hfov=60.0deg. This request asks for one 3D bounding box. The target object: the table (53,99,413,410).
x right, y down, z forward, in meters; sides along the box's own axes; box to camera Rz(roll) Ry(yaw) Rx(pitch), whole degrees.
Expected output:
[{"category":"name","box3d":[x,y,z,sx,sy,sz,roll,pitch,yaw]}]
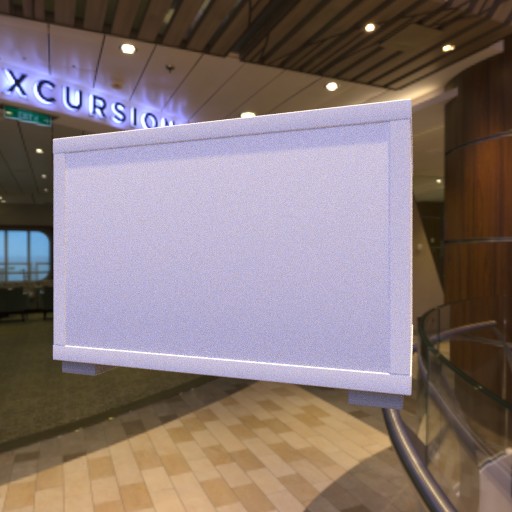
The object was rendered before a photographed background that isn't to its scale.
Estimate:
[{"category":"table","box3d":[0.000,0.000,0.777,0.517,0.357,0.399,0,0,20]}]
